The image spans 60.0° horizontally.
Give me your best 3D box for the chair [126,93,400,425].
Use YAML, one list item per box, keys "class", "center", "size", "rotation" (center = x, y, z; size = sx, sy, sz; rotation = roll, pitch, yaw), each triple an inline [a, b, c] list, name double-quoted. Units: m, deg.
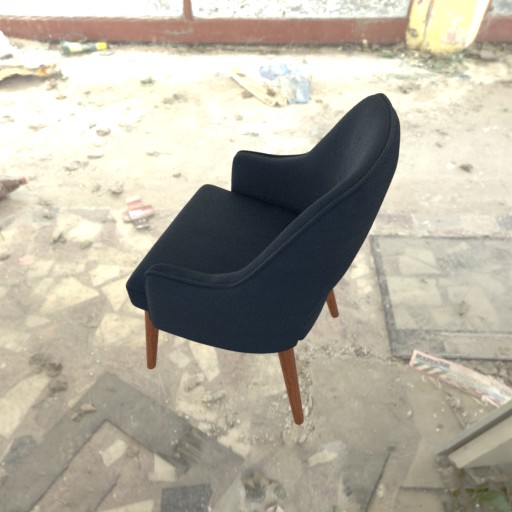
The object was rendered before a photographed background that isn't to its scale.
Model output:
- class: "chair"
  center: [0.000, 0.000, 1.205]
  size: [0.591, 0.844, 0.559]
  rotation: [16, 48, 15]
